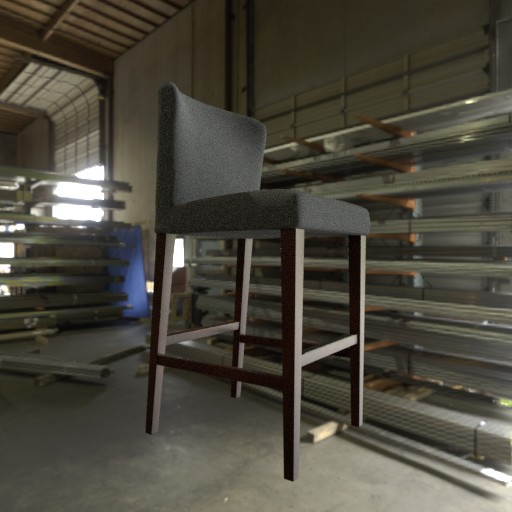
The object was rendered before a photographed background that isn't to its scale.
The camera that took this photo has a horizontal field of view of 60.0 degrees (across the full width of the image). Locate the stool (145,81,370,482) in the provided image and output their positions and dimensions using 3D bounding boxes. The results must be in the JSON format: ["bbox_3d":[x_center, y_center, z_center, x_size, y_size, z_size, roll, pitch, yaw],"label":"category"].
[{"bbox_3d":[0.000,0.000,1.369,0.568,1.069,0.486,0,0,35],"label":"stool"}]
